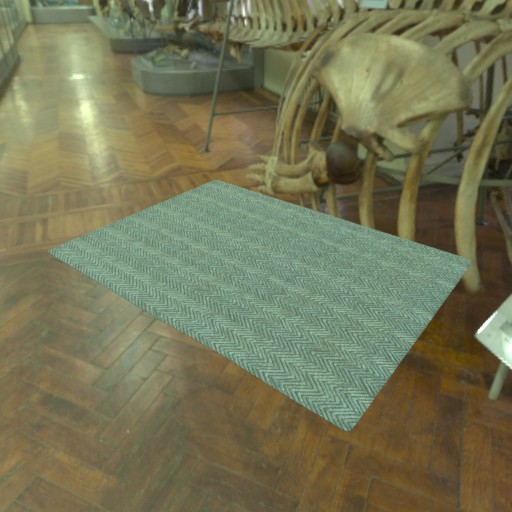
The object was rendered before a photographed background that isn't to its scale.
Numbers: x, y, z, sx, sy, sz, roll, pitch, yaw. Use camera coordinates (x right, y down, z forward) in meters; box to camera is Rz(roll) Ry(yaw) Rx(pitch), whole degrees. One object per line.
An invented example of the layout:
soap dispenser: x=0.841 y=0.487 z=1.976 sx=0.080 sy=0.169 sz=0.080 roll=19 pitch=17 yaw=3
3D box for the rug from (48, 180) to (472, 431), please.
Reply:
rug: x=0.000 y=0.000 z=5.082 sx=3.957 sy=0.011 sz=2.894 roll=22 pitch=38 yaw=32
